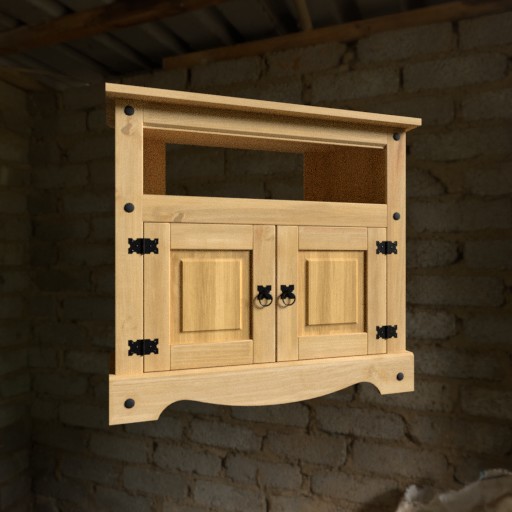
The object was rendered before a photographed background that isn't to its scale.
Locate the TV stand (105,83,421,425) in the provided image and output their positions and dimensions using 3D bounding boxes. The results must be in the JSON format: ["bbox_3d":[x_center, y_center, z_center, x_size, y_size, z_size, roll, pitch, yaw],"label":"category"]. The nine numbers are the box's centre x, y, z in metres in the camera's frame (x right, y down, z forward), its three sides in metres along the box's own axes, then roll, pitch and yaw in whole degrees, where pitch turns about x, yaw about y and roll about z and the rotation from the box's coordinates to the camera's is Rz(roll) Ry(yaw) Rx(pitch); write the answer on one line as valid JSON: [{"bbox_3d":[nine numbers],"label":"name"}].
[{"bbox_3d":[0.000,0.000,1.332,0.851,0.781,0.425,0,0,-18],"label":"TV stand"}]
